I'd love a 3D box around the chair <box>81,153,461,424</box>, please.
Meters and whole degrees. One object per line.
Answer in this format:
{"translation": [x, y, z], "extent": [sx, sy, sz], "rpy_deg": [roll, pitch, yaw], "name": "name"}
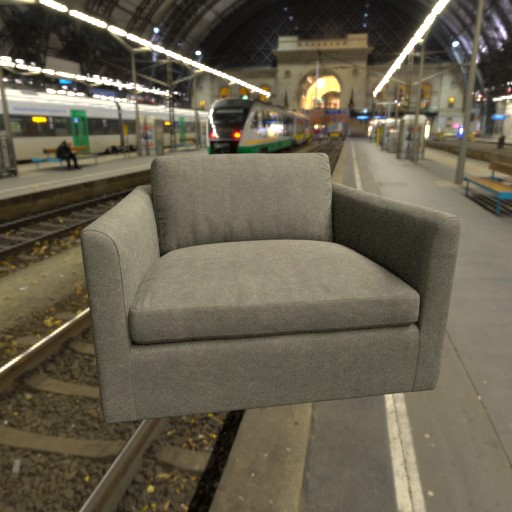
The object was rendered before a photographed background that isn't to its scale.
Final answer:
{"translation": [0.000, 0.000, 1.900], "extent": [1.190, 0.845, 1.091], "rpy_deg": [-3, 16, -9], "name": "chair"}
